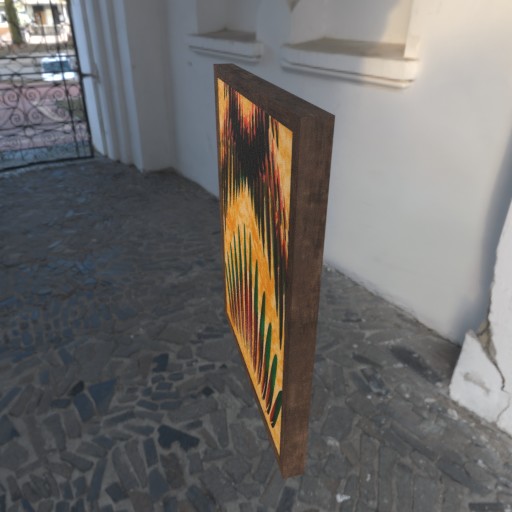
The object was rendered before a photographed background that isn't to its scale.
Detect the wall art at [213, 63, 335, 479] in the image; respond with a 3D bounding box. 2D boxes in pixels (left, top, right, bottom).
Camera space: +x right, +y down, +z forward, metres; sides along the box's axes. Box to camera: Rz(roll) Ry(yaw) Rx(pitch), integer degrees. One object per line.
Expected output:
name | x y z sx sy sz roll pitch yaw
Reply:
wall art | 0.000 0.000 0.550 0.027 0.406 0.329 -8 31 -13
